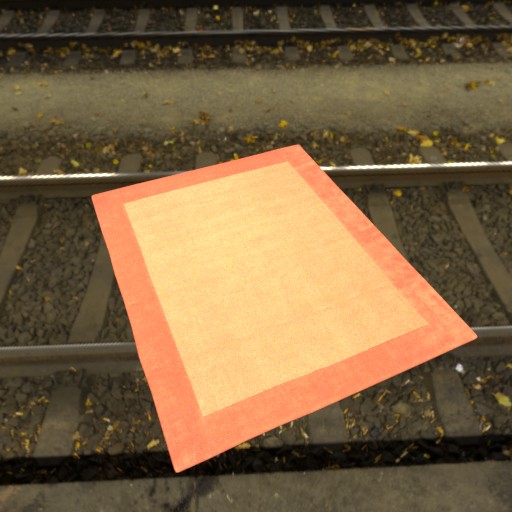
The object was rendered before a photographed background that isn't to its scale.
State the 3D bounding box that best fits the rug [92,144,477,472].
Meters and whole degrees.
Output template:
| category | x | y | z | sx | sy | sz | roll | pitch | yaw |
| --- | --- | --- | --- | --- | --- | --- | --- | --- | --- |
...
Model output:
| category | x | y | z | sx | sy | sz | roll | pitch | yaw |
| --- | --- | --- | --- | --- | --- | --- | --- | --- | --- |
| rug | 0.000 | 0.000 | 4.004 | 2.430 | 0.018 | 2.976 | -18 | 49 | -16 |
